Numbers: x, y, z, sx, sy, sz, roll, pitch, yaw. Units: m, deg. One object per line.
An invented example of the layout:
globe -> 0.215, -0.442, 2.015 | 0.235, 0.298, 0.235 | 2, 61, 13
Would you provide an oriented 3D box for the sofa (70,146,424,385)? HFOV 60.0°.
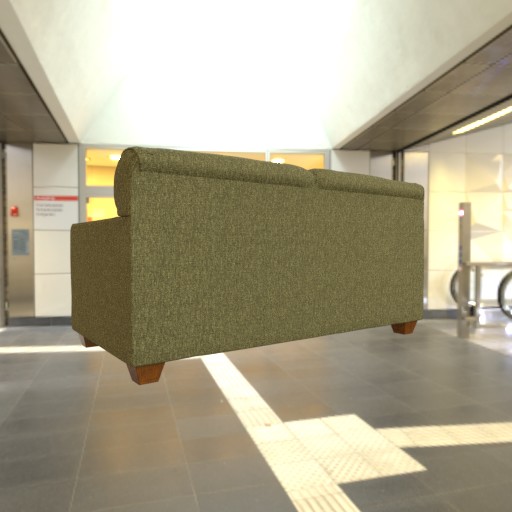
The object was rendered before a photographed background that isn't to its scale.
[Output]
sofa -> 0.000, 0.000, 2.559 | 1.846, 0.958, 0.998 | -1, 2, -35
